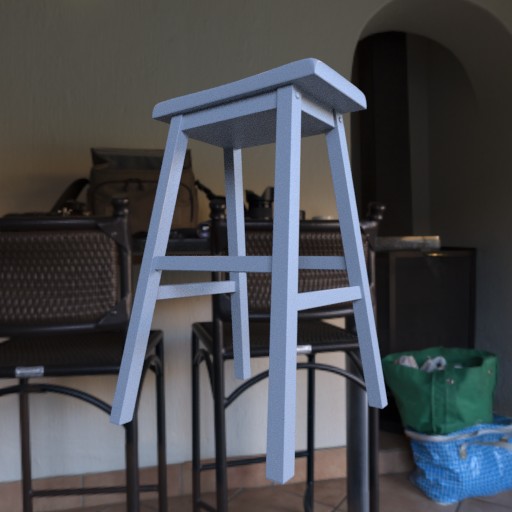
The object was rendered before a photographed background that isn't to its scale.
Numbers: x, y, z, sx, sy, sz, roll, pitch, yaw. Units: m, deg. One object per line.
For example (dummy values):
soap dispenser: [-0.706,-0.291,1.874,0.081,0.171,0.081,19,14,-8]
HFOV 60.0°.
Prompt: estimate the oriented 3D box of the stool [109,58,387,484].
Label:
stool: [0.000,0.000,1.039,0.457,0.737,0.476,0,0,36]
